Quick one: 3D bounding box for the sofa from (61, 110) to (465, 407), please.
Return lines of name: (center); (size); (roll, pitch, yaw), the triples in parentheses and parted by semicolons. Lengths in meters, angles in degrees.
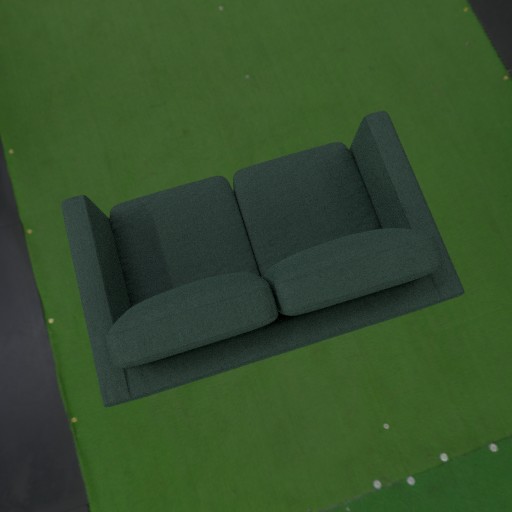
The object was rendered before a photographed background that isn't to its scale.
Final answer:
sofa: (0.000, 0.000, 1.989); (1.430, 0.899, 0.879); (-17, 77, -4)
